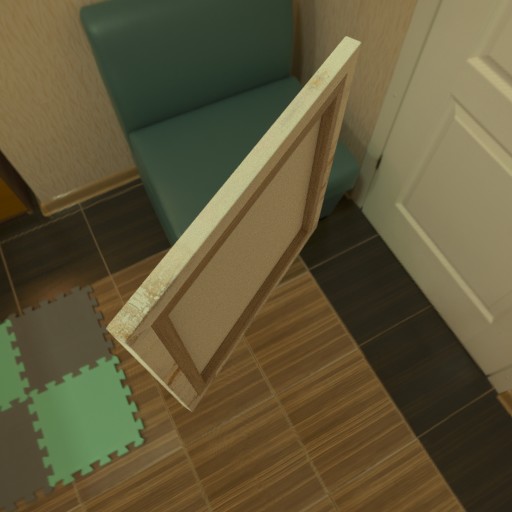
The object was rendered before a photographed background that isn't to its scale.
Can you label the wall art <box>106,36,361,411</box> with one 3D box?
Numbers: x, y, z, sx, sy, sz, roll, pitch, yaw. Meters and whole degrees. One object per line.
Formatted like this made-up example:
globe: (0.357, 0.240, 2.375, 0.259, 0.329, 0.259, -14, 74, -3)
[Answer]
wall art: (0.000, 0.000, 1.118, 0.038, 0.755, 0.753, 30, 67, 14)
